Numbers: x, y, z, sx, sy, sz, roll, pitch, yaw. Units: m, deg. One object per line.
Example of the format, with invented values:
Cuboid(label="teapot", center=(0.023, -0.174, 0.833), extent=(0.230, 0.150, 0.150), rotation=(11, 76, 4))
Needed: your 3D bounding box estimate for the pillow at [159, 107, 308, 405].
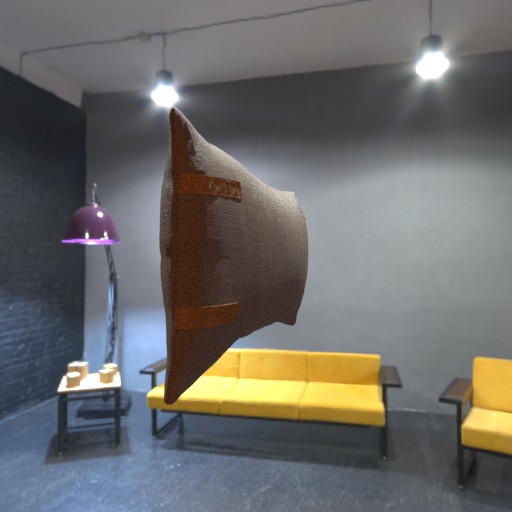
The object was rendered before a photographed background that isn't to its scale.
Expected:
Cuboid(label="pillow", center=(0.000, 0.000, 0.736), extent=(0.148, 0.308, 0.612), rotation=(0, -1, 17))
